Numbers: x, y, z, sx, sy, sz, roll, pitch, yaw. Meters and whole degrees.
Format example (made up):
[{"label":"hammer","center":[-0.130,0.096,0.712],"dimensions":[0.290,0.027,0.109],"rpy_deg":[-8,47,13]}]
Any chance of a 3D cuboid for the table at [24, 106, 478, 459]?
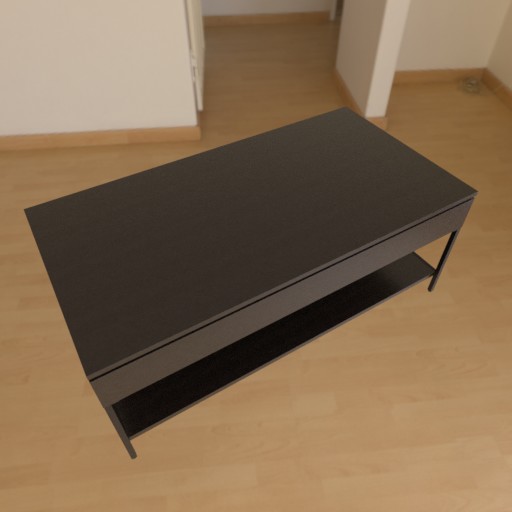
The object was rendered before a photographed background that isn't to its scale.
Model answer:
[{"label":"table","center":[0.000,0.000,1.358],"dimensions":[1.095,0.435,0.574],"rpy_deg":[-23,50,-21]}]
